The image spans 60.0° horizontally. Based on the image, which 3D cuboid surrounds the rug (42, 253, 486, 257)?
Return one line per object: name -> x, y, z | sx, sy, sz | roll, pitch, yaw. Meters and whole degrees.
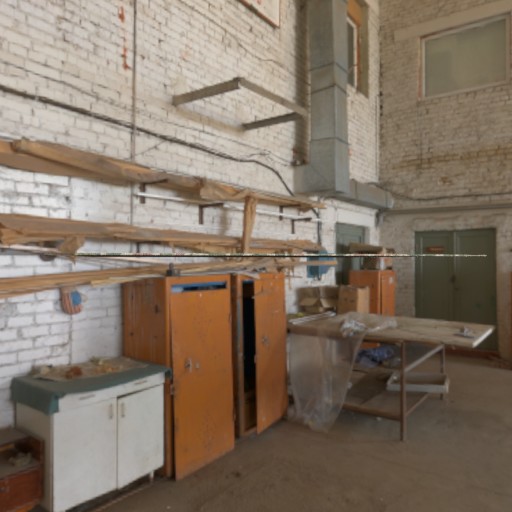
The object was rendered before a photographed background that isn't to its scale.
rug -> 0.000, 0.000, 2.980 | 2.438, 0.011, 1.524 | 0, -1, -18
